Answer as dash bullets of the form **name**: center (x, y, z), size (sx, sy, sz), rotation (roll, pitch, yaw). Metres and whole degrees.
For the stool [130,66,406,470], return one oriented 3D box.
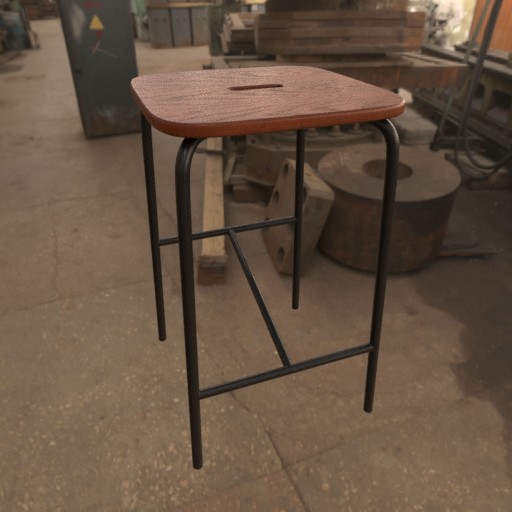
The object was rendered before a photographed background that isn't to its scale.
- **stool**: center (0.000, 0.000, 0.841), size (0.376, 0.610, 0.376), rotation (-11, 33, -17)
